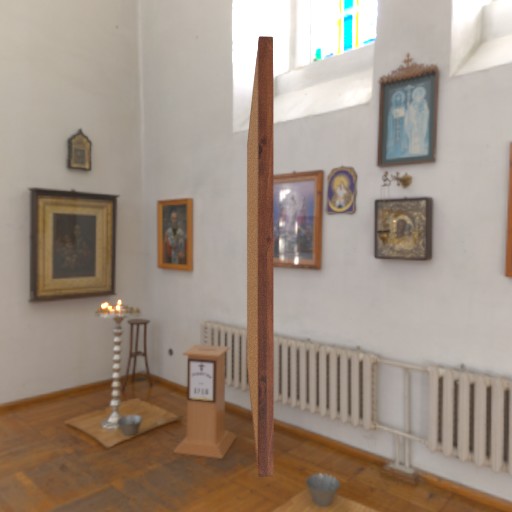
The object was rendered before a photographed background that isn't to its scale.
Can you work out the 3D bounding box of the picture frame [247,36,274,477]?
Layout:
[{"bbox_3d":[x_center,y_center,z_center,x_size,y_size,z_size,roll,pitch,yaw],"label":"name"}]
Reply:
[{"bbox_3d":[0.000,0.000,1.224,0.029,0.817,0.810,0,0,-3],"label":"picture frame"}]
